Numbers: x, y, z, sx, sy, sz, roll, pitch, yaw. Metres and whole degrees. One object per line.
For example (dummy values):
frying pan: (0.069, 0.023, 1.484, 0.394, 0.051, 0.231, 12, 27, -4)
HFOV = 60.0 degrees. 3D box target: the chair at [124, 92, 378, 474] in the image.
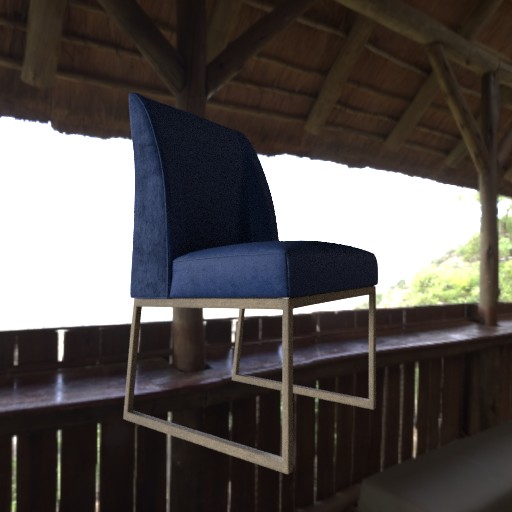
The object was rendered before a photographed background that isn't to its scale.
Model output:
chair: (0.000, 0.000, 1.210, 0.522, 0.863, 0.508, 0, 0, 36)
